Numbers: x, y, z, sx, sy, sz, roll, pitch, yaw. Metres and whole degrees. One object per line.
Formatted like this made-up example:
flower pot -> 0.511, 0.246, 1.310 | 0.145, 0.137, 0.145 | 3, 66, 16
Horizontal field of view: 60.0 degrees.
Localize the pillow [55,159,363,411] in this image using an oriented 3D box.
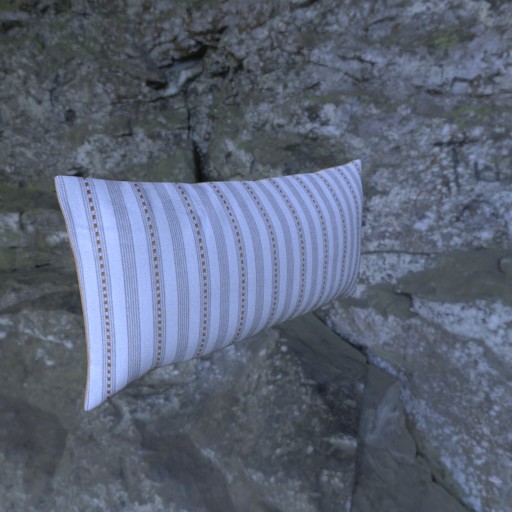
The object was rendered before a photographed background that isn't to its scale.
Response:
pillow -> 0.000, 0.000, 0.724 | 0.608, 0.291, 0.151 | -14, 20, -43
